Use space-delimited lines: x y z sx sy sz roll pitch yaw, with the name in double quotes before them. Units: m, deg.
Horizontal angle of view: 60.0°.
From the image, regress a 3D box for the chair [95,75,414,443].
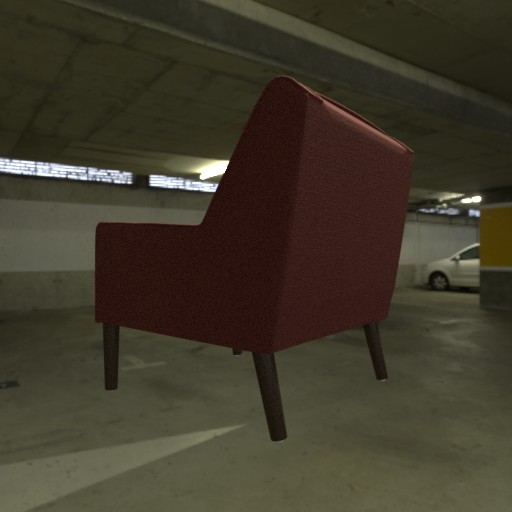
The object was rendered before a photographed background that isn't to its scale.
"chair" 0.000 0.000 1.381 0.770 0.812 0.680 0 0 37
